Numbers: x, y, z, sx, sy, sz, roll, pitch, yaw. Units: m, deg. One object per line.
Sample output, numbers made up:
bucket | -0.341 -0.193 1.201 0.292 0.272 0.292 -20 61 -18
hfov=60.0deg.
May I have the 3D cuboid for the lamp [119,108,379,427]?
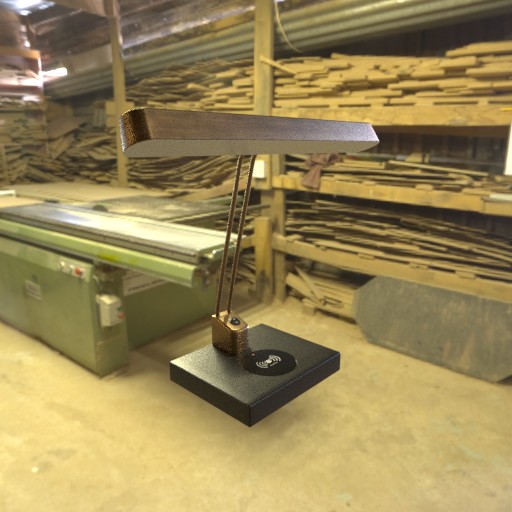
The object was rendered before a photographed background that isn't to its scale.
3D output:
lamp | 0.000 0.000 0.581 0.156 0.345 0.412 13 19 42
